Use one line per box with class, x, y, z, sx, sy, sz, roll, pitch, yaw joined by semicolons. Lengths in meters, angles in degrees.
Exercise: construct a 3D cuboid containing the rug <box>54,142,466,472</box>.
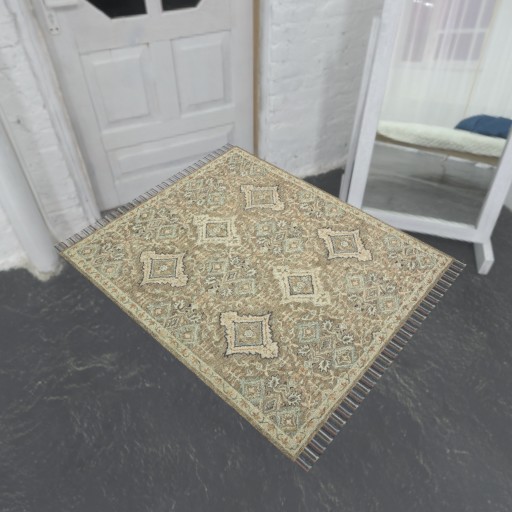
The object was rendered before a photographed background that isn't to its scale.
rug;0.000;0.000;4.181;3.056;0.010;2.437;33;55;27
